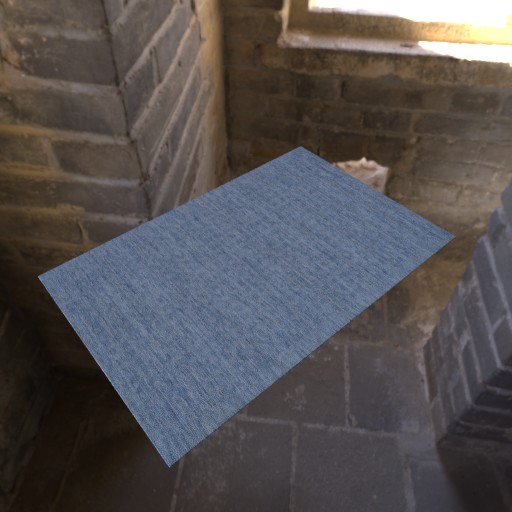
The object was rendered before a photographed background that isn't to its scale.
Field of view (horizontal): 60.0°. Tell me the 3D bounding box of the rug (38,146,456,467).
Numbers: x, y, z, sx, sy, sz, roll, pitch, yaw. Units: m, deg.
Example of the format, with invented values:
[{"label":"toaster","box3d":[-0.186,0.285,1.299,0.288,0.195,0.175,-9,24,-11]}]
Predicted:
[{"label":"rug","box3d":[0.000,0.000,2.207,1.752,0.006,1.142,-32,53,-27]}]
